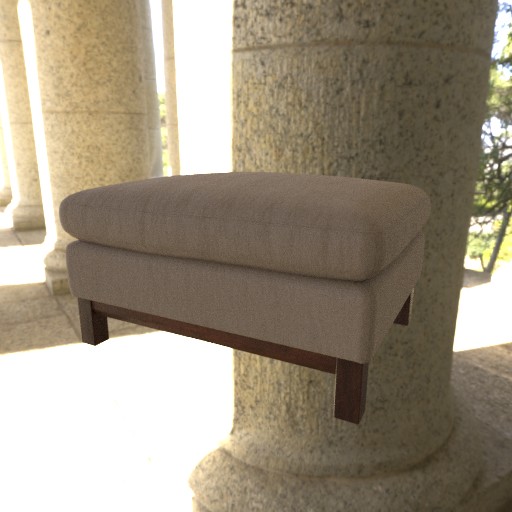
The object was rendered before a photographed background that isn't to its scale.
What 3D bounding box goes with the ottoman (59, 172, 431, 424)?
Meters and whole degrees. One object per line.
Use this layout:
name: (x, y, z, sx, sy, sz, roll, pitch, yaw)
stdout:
ottoman: (0.000, 0.000, 1.145, 0.771, 0.420, 0.606, 8, 17, 27)
